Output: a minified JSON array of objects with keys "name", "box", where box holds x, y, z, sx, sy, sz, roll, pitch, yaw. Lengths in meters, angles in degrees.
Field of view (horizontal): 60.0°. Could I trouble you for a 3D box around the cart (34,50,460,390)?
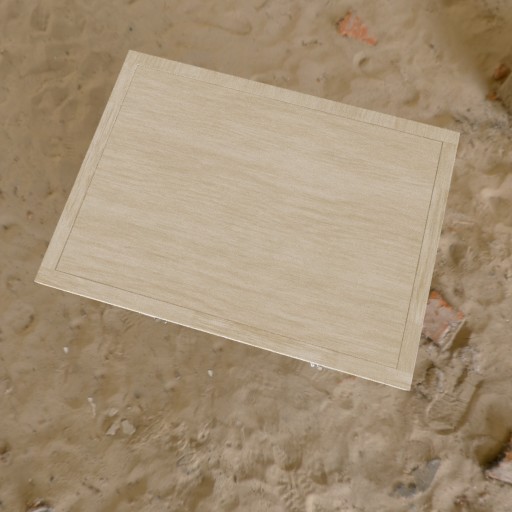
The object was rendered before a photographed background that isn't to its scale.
[{"name":"cart","box":[0.000,0.000,1.366,0.762,0.914,0.559,16,77,4]}]
